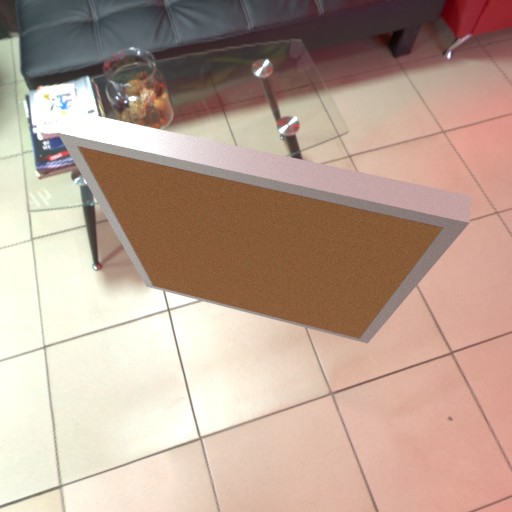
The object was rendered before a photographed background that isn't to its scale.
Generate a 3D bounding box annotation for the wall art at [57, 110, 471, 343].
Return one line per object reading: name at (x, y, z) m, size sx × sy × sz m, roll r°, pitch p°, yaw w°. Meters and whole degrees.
wall art at (0.000, 0.000, 0.760) m, size 0.506 × 0.506 × 0.038 m, roll 14°, pitch 64°, yaw 7°
